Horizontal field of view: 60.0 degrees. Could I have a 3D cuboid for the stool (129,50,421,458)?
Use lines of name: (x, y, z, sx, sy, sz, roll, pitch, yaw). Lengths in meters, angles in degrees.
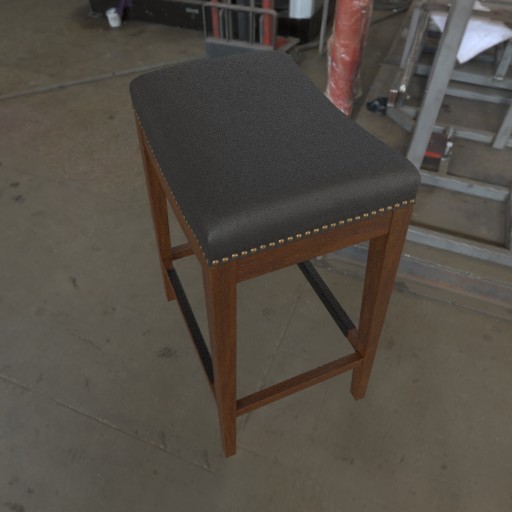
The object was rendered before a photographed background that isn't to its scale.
stool: (0.000, 0.000, 0.924, 0.353, 0.664, 0.490, -18, 49, -16)
